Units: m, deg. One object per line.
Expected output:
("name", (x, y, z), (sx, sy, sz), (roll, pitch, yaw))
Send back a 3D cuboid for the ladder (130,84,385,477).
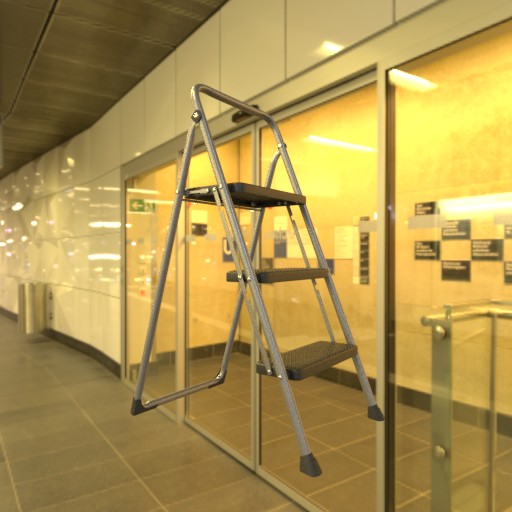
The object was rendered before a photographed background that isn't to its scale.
("ladder", (0.000, 0.000, 1.299), (0.629, 0.945, 0.430), (0, 0, 36))
